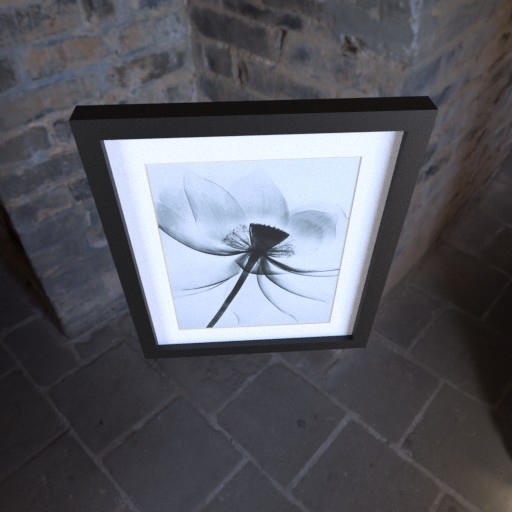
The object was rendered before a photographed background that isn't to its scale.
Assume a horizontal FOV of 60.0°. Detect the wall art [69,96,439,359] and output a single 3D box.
[{"bbox_3d":[0.000,0.000,0.539,0.330,0.381,0.029,-2,45,-2],"label":"wall art"}]
